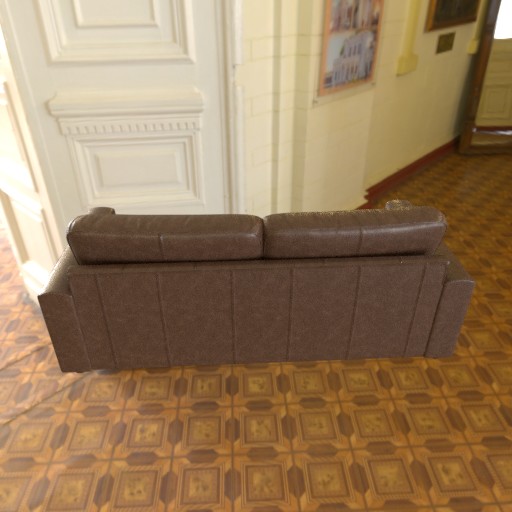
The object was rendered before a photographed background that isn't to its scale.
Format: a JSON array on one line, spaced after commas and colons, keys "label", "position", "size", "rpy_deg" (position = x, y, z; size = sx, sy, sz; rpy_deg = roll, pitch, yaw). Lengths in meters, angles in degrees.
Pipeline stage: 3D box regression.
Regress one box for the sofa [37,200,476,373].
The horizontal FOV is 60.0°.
[{"label": "sofa", "position": [0.000, 0.000, 2.671], "size": [2.179, 0.873, 1.016], "rpy_deg": [-2, 32, -3]}]
